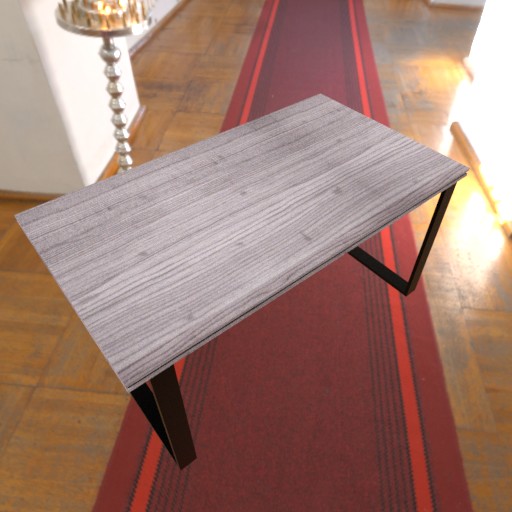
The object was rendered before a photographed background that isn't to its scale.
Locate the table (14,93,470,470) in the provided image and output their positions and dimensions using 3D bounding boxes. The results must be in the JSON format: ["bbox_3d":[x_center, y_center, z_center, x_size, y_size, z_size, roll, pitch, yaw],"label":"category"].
[{"bbox_3d":[0.000,0.000,2.001,1.579,0.736,0.881,-30,52,-26],"label":"table"}]
